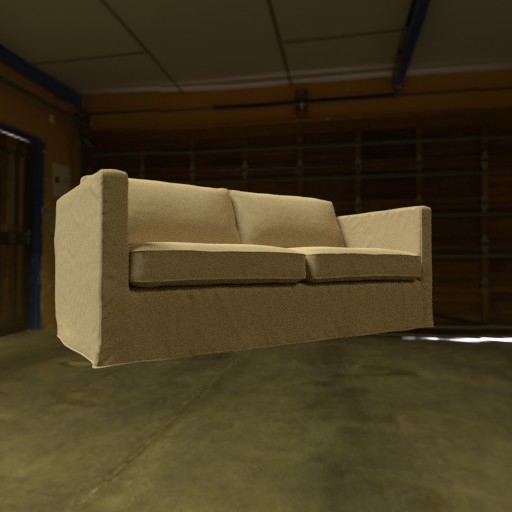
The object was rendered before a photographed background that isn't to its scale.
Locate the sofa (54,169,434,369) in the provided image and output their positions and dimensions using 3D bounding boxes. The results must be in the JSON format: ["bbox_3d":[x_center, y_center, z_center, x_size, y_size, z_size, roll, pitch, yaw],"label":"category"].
[{"bbox_3d":[0.000,0.000,2.475,1.959,0.835,0.962,1,-1,-33],"label":"sofa"}]
